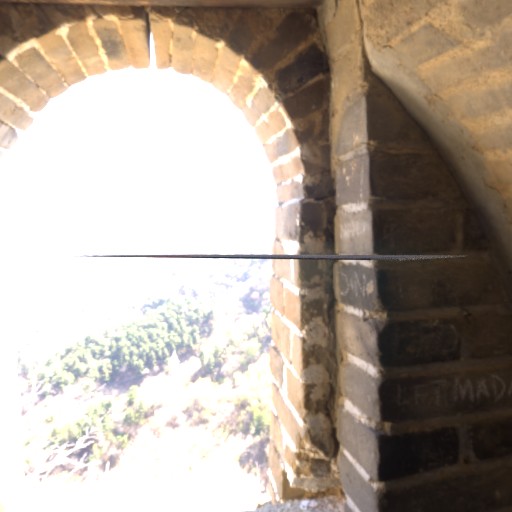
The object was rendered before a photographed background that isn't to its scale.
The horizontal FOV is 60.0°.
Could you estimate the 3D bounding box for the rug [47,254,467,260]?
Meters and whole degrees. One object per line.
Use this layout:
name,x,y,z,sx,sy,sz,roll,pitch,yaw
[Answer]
rug,0.000,0.000,2.306,1.828,0.005,1.220,0,1,34
